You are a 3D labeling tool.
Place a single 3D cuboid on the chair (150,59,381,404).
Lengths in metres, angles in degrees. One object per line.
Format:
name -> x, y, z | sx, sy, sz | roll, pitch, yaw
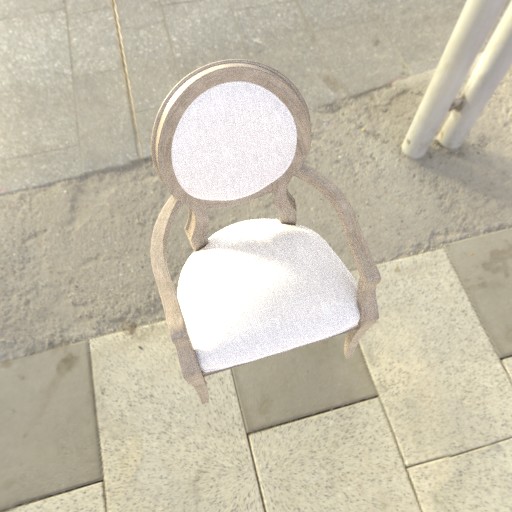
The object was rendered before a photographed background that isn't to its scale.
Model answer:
chair -> 0.000, 0.000, 1.381 | 0.611, 0.991, 0.602 | -16, 65, -7
